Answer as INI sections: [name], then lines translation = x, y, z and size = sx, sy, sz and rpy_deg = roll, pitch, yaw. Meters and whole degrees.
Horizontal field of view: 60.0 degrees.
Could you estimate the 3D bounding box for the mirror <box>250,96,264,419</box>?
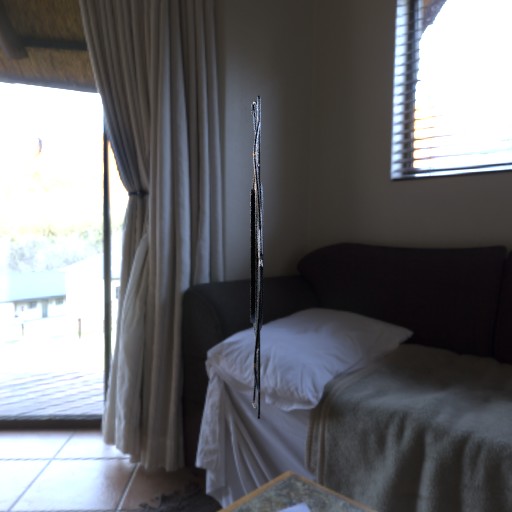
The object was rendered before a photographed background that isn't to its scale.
[mirror]
translation = 0.000, 0.000, 1.144
size = 0.028, 0.775, 0.797
rpy_deg = 0, 2, -1
